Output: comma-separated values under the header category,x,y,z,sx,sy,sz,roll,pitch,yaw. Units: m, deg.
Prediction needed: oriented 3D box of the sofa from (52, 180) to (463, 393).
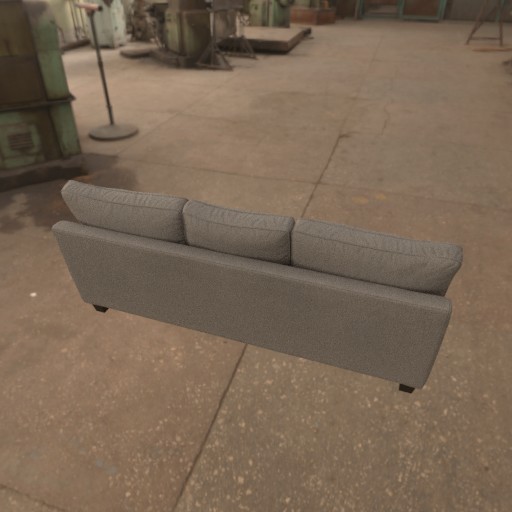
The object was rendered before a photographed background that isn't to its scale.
category,x,y,z,sx,sy,sz,roll,pitch,yaw
sofa,0.000,0.000,2.908,2.323,0.991,1.016,11,36,16
